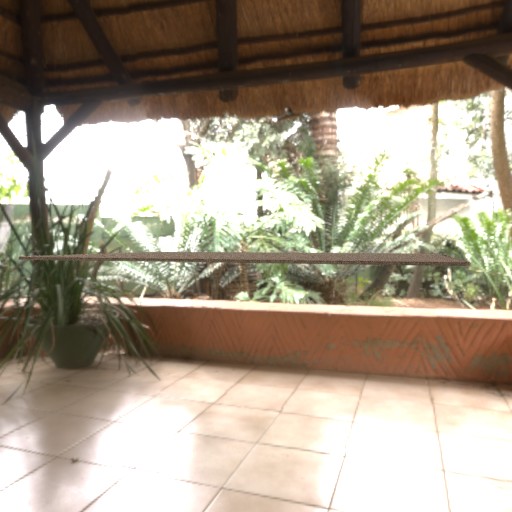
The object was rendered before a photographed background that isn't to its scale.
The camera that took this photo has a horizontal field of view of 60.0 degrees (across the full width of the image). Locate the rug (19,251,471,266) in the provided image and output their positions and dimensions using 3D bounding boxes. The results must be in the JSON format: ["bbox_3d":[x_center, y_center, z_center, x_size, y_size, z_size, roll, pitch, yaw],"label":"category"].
[{"bbox_3d":[0.000,0.000,2.262,1.832,0.016,1.224,1,2,18],"label":"rug"}]
